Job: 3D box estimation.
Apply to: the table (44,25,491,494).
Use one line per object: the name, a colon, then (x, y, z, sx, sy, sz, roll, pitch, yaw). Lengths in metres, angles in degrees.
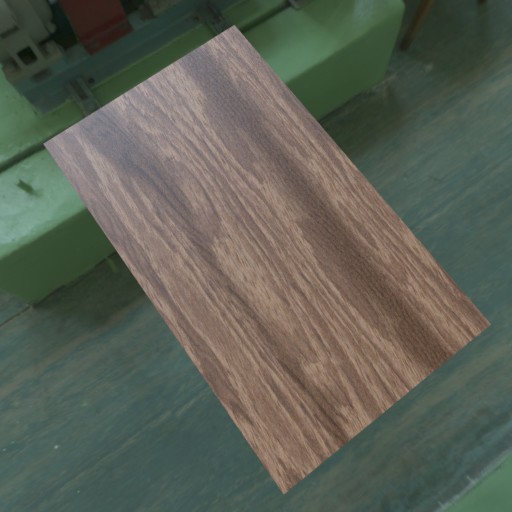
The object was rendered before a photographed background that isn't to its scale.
table: (0.000, 0.000, 1.785, 0.801, 0.724, 1.349, -36, 79, -8)
